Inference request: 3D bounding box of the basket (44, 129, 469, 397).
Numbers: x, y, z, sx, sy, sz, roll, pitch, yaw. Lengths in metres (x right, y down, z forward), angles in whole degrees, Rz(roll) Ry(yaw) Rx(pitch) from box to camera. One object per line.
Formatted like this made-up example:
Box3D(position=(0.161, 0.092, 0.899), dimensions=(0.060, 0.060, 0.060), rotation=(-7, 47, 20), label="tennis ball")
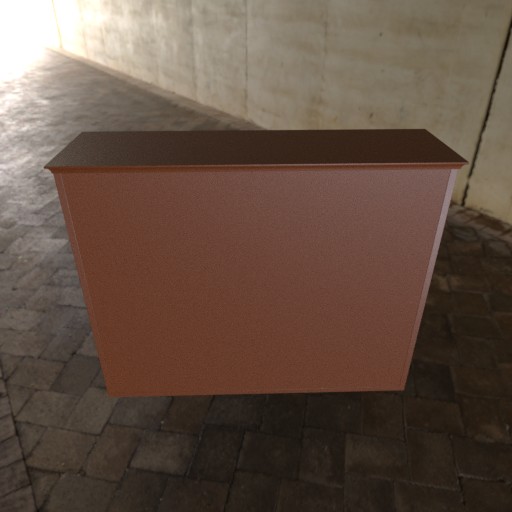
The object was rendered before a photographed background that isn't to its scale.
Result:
Box3D(position=(0.000, 0.000, 1.147), dimensions=(0.792, 0.625, 0.376), rotation=(-1, 31, -1), label="basket")
